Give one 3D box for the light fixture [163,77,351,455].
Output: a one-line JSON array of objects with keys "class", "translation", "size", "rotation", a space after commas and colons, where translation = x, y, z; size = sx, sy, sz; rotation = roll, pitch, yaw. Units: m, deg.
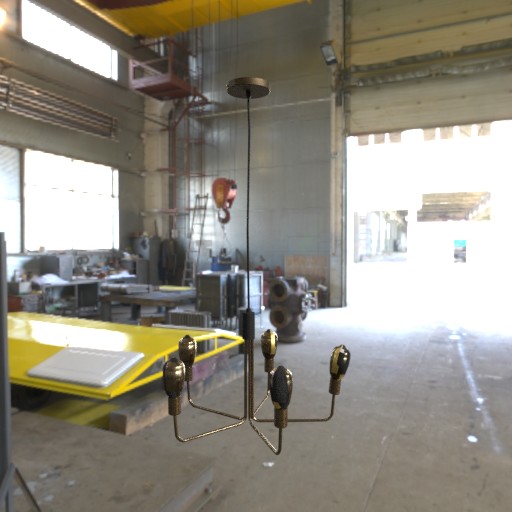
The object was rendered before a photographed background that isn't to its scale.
[{"class": "light fixture", "translation": [0.000, 0.000, 1.370], "size": [0.588, 1.059, 0.532], "rotation": [-1, 2, -20]}]
